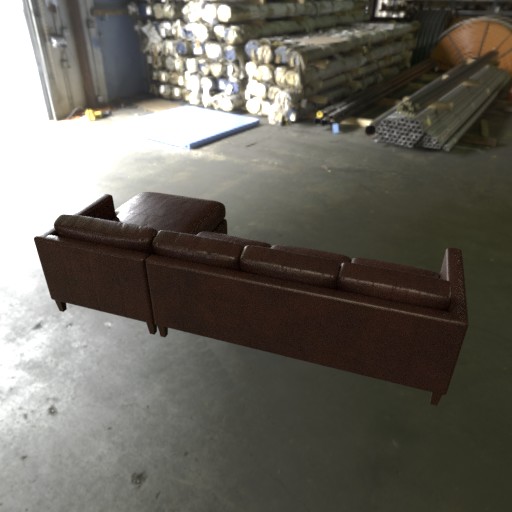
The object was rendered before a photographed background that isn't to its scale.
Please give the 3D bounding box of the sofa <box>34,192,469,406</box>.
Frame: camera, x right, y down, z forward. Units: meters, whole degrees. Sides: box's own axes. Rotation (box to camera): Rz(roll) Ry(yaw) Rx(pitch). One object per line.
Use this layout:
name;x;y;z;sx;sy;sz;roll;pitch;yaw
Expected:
sofa;0.000;0.000;3.839;3.203;0.883;1.581;10;33;16
